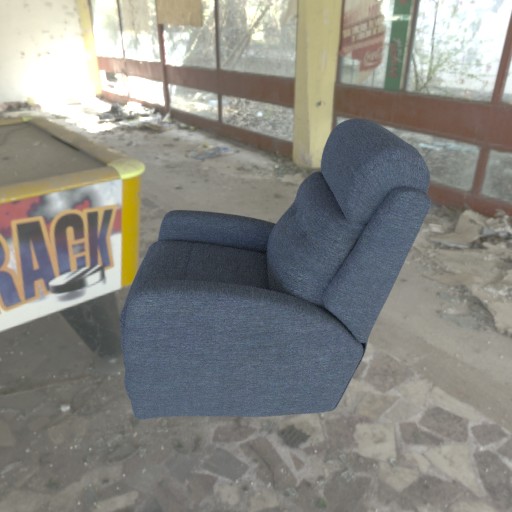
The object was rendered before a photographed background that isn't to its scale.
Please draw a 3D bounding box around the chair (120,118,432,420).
[{"bbox_3d":[0.000,0.000,1.757,1.043,1.013,0.798,-1,27,-1],"label":"chair"}]
